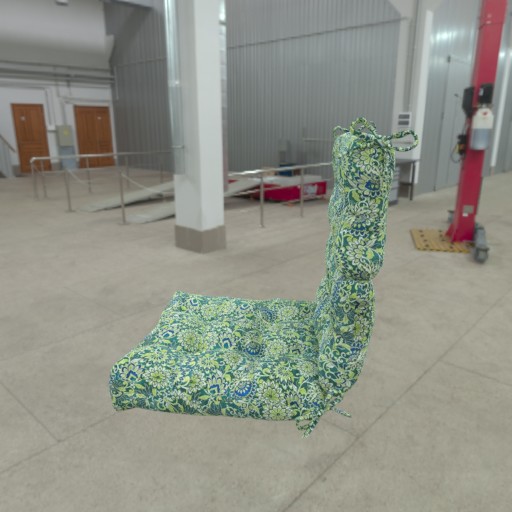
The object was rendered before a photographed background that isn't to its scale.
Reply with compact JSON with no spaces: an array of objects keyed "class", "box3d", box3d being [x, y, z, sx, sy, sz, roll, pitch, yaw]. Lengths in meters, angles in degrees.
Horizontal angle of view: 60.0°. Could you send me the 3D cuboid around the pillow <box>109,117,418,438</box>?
[{"class":"pillow","box3d":[0.000,0.000,1.025,0.571,0.605,0.519,2,17,7]}]
